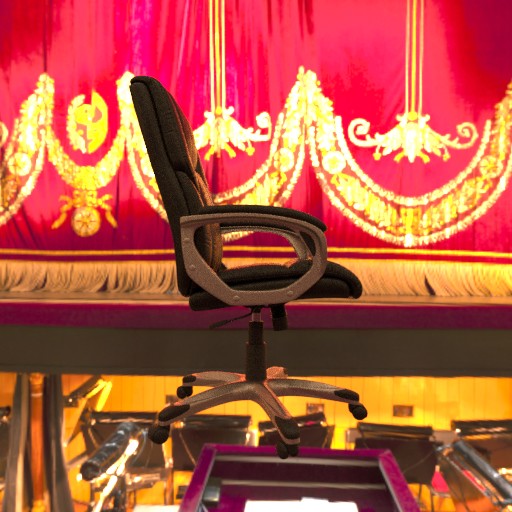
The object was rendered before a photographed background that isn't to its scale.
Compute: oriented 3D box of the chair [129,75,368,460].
[{"bbox_3d":[0.000,0.000,1.572,0.780,1.145,0.700,0,0,1],"label":"chair"}]
